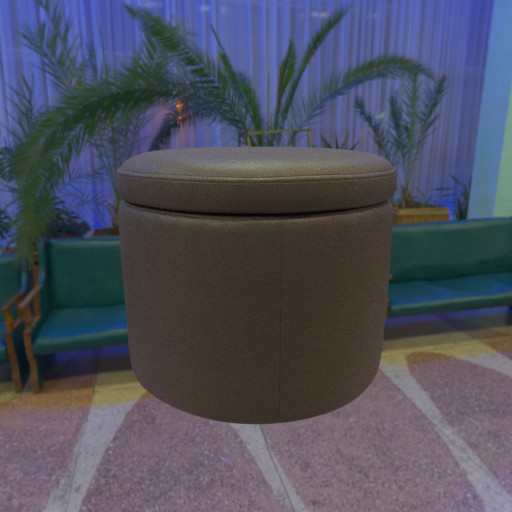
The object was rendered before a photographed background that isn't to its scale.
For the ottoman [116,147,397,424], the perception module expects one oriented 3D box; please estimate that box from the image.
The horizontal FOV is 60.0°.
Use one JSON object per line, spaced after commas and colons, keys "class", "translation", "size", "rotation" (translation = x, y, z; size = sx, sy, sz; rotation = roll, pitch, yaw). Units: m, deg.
{"class": "ottoman", "translation": [0.000, 0.000, 0.860], "size": [0.500, 0.409, 0.500], "rotation": [0, 15, 0]}
